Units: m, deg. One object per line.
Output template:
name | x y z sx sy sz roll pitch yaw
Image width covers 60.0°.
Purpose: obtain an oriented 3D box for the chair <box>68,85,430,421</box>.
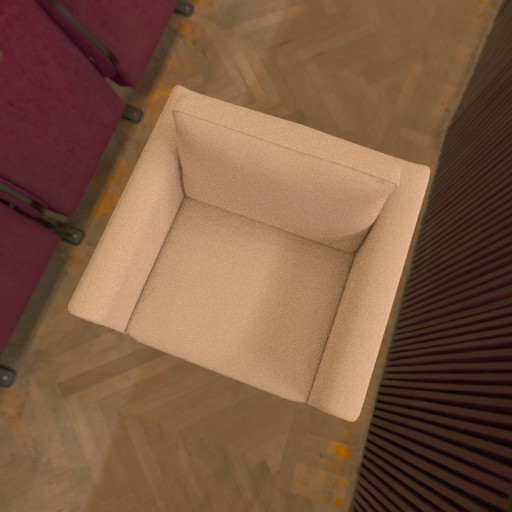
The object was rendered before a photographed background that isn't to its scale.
chair | 0.000 0.000 1.677 0.982 0.915 0.896 20 76 5
